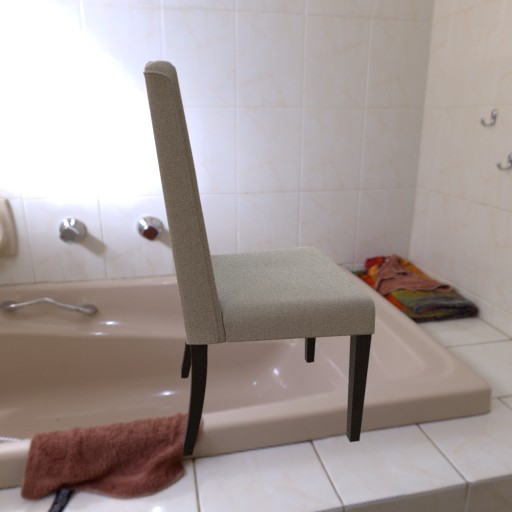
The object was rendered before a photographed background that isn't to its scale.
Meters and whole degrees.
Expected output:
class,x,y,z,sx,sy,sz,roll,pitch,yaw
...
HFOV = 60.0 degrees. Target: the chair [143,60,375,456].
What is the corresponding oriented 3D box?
class,x,y,z,sx,sy,sz,roll,pitch,yaw
chair,0.000,0.000,1.242,0.523,0.961,0.474,-3,17,-9
